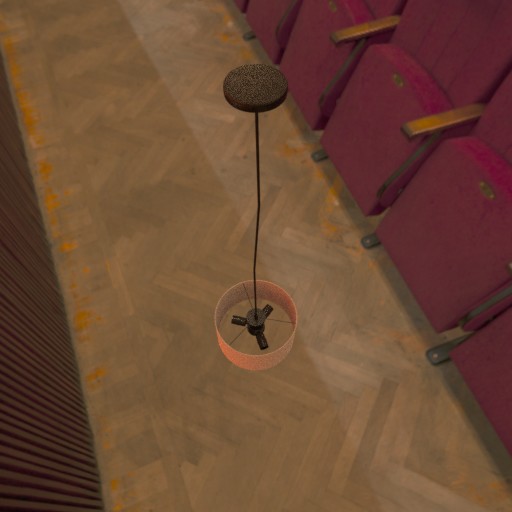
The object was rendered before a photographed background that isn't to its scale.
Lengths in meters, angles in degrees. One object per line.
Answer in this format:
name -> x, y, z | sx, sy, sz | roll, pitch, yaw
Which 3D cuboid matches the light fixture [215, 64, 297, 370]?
light fixture -> 0.000, 0.000, 1.674 | 0.399, 1.516, 0.399 | 0, 58, 0
